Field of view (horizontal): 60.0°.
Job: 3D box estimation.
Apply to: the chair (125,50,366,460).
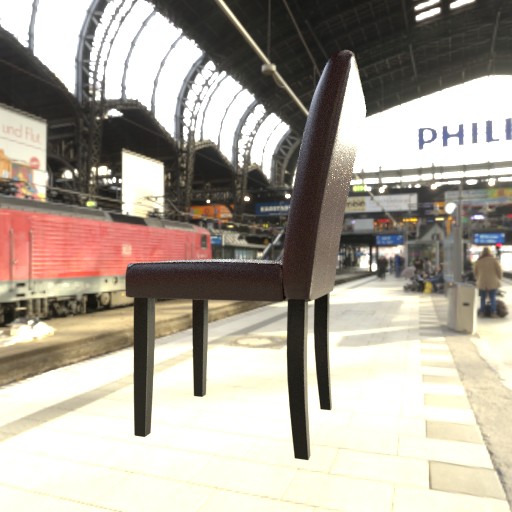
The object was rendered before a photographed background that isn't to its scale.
[{"bbox_3d":[0.000,0.000,1.198,0.556,0.897,0.399,0,-1,18],"label":"chair"}]
